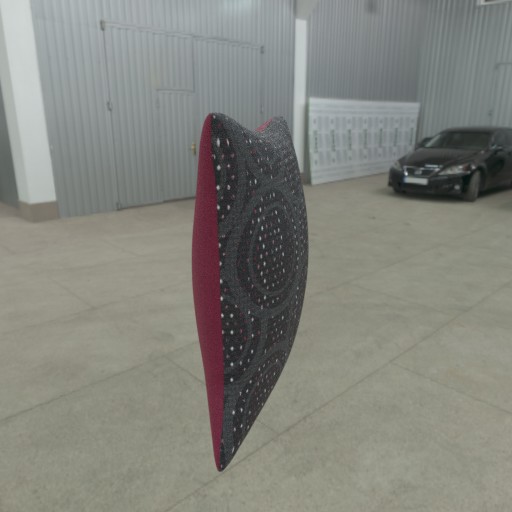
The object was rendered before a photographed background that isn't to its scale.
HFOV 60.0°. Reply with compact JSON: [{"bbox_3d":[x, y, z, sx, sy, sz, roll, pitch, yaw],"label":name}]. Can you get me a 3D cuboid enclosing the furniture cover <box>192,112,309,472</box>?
[{"bbox_3d":[0.000,0.000,0.837,0.193,0.509,0.552,3,17,11],"label":"furniture cover"}]
